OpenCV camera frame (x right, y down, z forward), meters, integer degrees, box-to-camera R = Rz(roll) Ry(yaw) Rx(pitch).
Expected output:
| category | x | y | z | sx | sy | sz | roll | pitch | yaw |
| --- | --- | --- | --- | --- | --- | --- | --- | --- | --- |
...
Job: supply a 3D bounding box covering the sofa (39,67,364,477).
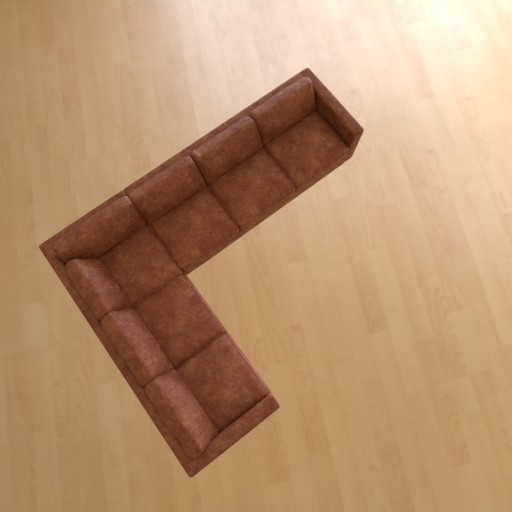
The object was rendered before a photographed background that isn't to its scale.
| category | x | y | z | sx | sy | sz | roll | pitch | yaw |
| --- | --- | --- | --- | --- | --- | --- | --- | --- | --- |
| sofa | 0.000 | 0.000 | 4.295 | 3.150 | 0.838 | 2.438 | -36 | 79 | -8 |
